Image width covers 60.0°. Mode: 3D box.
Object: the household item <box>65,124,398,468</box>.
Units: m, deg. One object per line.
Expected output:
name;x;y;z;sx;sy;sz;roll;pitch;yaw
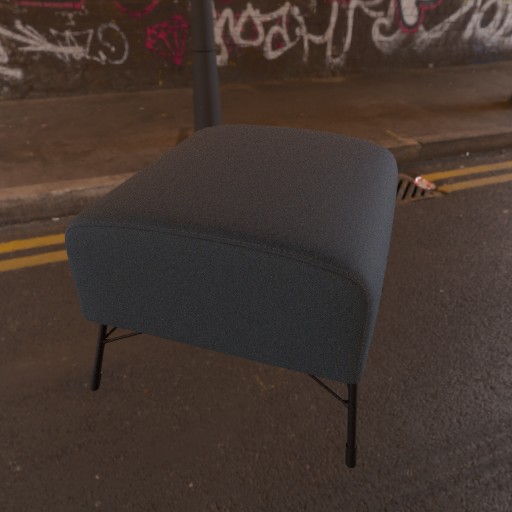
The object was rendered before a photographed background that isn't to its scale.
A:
household item;0.000;0.000;0.911;0.530;0.420;0.530;10;34;15
